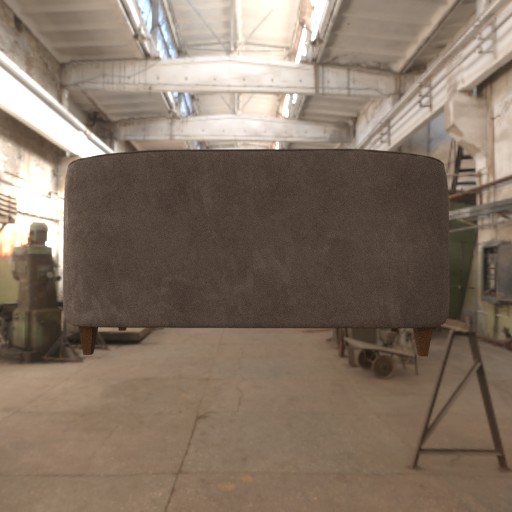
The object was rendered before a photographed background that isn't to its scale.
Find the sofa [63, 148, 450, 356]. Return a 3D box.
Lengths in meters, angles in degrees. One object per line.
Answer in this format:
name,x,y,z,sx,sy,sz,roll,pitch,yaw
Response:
sofa,0.000,0.000,2.240,1.733,0.855,0.941,0,-1,1
